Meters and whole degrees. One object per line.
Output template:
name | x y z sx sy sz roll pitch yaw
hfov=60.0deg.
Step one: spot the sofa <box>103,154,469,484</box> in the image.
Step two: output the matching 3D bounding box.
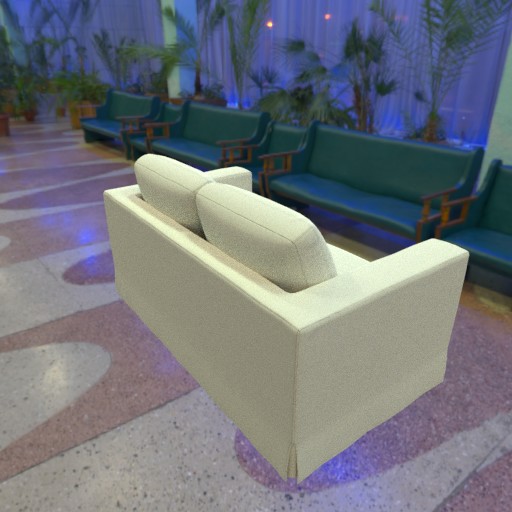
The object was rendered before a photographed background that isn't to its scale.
sofa | 0.000 0.000 2.374 1.009 0.932 1.813 -18 31 -32
